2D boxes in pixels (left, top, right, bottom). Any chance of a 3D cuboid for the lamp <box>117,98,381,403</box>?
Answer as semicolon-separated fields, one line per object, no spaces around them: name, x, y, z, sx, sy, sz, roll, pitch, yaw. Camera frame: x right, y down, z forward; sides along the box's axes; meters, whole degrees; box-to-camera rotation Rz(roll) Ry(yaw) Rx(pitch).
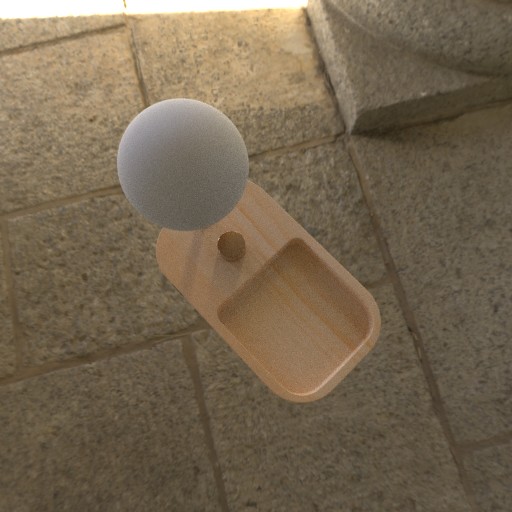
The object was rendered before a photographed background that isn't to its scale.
lamp;0.000;0.000;0.475;0.173;0.253;0.331;-43;79;-10
